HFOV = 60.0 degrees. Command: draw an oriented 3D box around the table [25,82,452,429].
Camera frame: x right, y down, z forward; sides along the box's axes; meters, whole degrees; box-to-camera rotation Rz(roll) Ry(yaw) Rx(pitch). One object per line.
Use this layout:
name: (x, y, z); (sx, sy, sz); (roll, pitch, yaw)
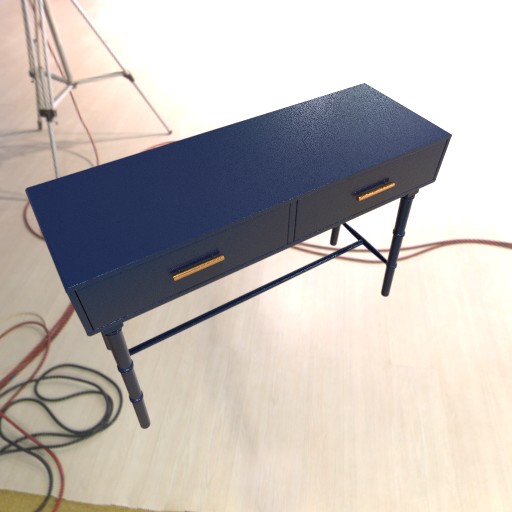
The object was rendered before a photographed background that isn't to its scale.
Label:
table: (0.000, 0.000, 1.464); (1.118, 0.749, 0.399); (-24, 51, -21)
